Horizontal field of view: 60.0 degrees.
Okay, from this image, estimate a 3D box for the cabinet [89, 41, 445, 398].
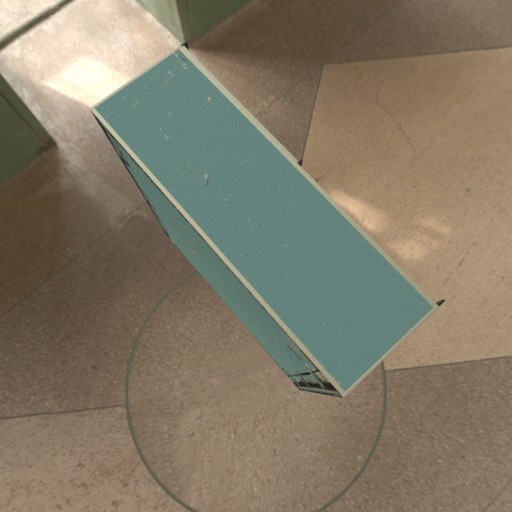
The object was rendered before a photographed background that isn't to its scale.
[{"bbox_3d":[0.000,0.000,3.317,0.680,2.160,2.000,-40,78,-10],"label":"cabinet"}]
